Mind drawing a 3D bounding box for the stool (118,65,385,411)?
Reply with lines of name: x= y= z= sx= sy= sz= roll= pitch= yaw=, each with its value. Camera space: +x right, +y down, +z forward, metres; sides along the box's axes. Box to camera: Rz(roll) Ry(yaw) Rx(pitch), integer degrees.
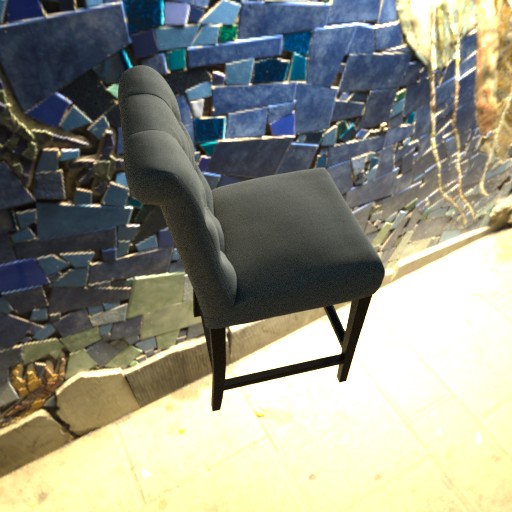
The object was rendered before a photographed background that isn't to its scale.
stool: x=0.000 y=0.000 z=1.354 sx=0.601 sy=1.040 sz=0.493 roll=-11 pitch=48 yaw=-10
